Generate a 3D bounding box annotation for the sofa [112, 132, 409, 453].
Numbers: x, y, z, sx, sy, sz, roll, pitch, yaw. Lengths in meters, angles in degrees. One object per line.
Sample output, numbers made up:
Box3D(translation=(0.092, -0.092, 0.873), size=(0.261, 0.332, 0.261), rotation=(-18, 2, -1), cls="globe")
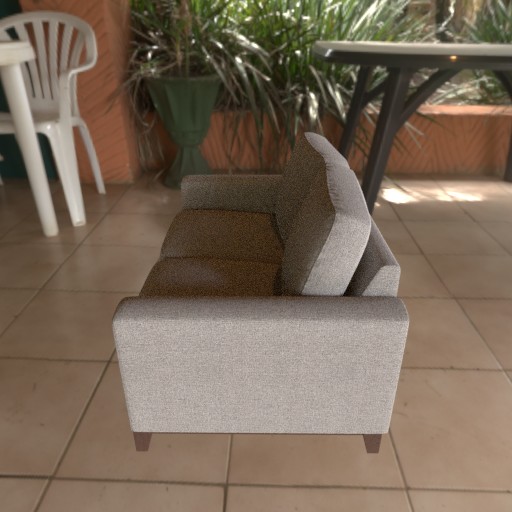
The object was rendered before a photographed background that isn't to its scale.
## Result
Box3D(translation=(0.000, 0.000, 1.994), size=(0.917, 0.873, 1.420), rotation=(0, 27, 1), cls="sofa")
